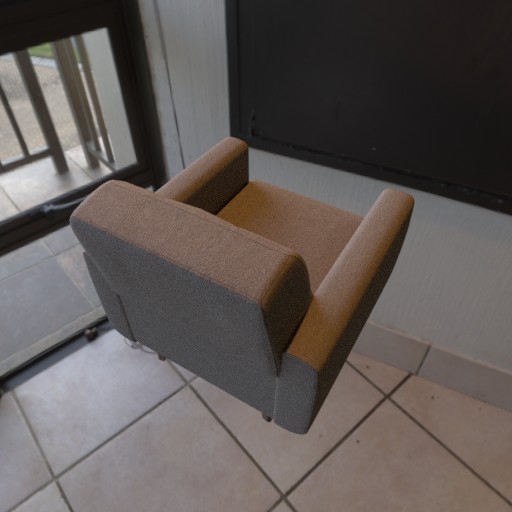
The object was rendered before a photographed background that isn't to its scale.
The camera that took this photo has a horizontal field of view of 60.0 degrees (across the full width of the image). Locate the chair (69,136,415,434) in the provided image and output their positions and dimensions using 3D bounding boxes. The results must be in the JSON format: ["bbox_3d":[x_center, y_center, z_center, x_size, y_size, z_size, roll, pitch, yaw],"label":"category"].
[{"bbox_3d":[0.000,0.000,1.552,0.831,0.839,0.907,23,50,21],"label":"chair"}]
